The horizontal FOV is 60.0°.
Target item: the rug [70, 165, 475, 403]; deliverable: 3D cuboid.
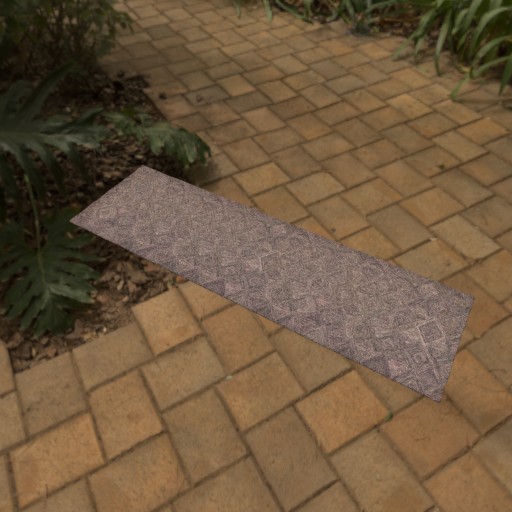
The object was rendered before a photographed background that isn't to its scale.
[{"bbox_3d":[0.000,0.000,2.547,2.296,0.011,0.691,24,51,21],"label":"rug"}]
